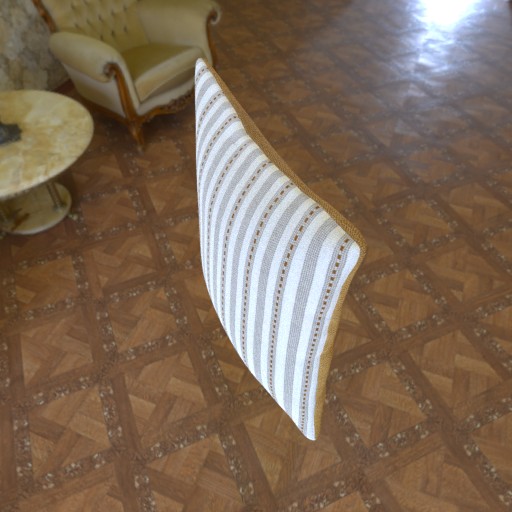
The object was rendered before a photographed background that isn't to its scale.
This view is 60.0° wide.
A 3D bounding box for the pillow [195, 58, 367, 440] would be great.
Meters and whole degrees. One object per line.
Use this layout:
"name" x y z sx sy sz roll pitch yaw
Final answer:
"pillow" 0.000 0.000 0.669 0.147 0.437 0.432 -19 50 -17
